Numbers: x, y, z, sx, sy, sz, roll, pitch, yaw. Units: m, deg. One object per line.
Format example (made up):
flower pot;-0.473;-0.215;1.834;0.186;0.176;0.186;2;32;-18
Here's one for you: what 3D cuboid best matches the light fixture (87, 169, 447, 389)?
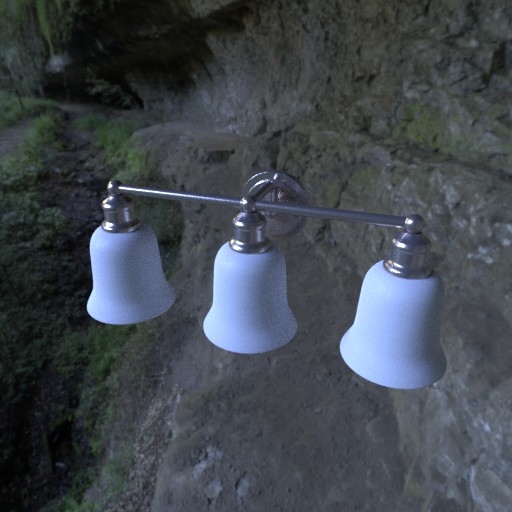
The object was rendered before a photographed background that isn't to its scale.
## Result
light fixture;0.000;0.000;0.664;0.570;0.211;0.198;9;28;17
